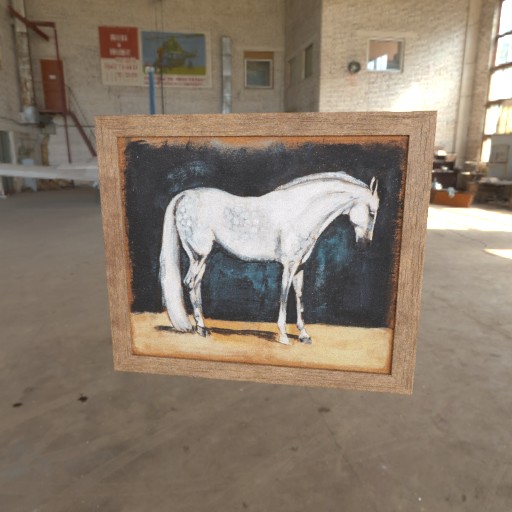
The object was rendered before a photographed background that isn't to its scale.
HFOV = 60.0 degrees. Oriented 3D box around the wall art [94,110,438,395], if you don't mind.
[{"bbox_3d":[0.000,0.000,0.959,0.690,0.588,0.026,2,13,9],"label":"wall art"}]
